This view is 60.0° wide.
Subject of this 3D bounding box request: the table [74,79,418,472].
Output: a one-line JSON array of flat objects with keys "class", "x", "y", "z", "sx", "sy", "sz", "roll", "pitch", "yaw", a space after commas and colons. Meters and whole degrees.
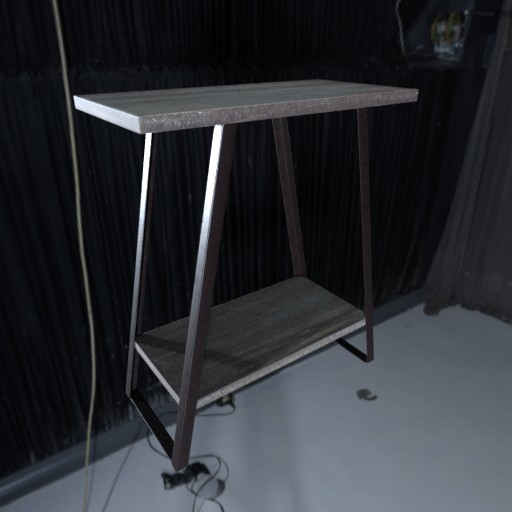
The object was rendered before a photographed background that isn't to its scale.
[{"class": "table", "x": 0.000, "y": 0.000, "z": 1.005, "sx": 0.599, "sy": 0.701, "sz": 0.300, "roll": -18, "pitch": 31, "yaw": -32}]
